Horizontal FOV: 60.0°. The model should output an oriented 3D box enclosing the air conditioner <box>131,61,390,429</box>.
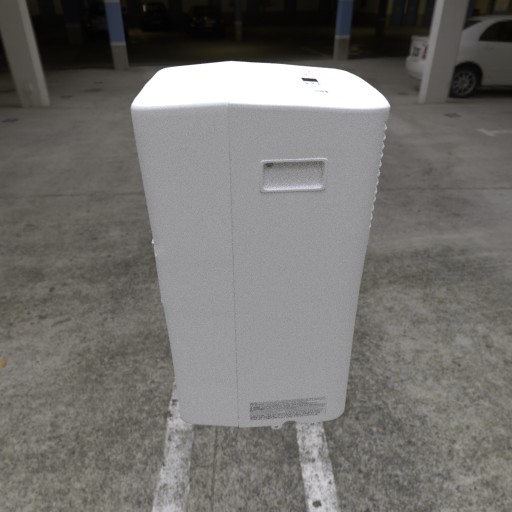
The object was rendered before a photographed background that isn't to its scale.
[{"bbox_3d":[0.000,0.000,0.794,0.349,0.606,0.304,-1,32,-2],"label":"air conditioner"}]
